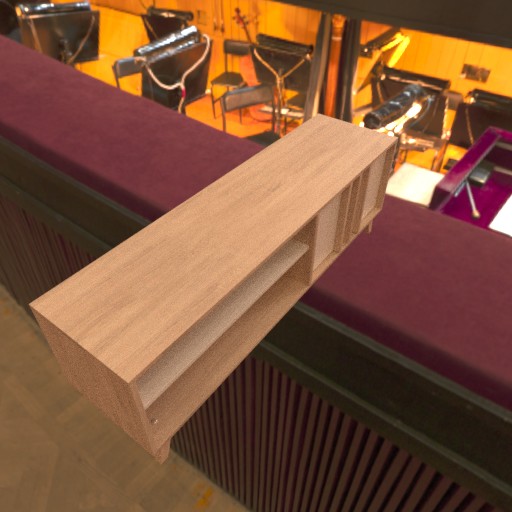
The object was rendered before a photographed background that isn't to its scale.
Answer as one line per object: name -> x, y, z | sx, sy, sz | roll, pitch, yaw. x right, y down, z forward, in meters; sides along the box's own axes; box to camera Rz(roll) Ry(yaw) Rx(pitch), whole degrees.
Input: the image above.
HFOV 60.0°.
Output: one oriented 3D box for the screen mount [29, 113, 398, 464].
screen mount -> 0.000, 0.000, 1.718 | 0.400, 0.510, 1.500 | 27, 48, 27
